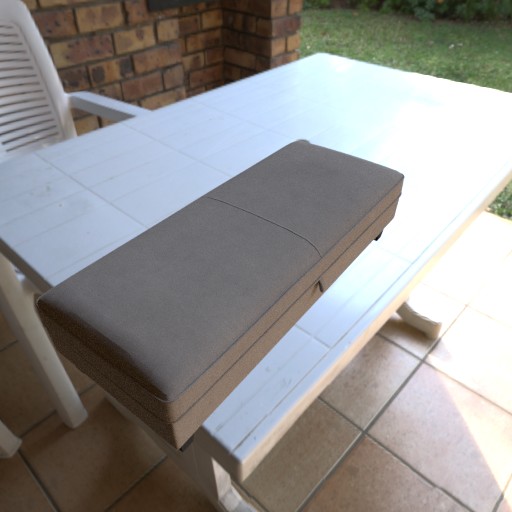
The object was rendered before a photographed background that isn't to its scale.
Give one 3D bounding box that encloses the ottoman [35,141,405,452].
[{"bbox_3d":[0.000,0.000,2.038,0.735,0.460,1.726,26,45,28],"label":"ottoman"}]
